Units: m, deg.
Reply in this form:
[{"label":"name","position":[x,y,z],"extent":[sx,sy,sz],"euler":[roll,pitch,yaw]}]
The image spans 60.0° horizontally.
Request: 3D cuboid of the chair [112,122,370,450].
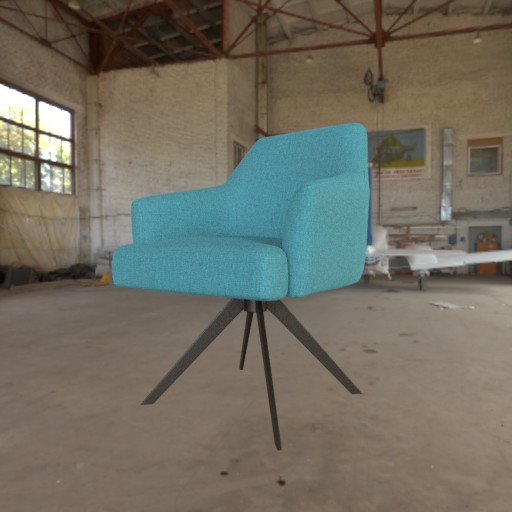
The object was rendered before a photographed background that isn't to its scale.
[{"label":"chair","position":[0.000,0.000,1.347],"extent":[0.642,0.874,0.677],"euler":[1,2,36]}]
